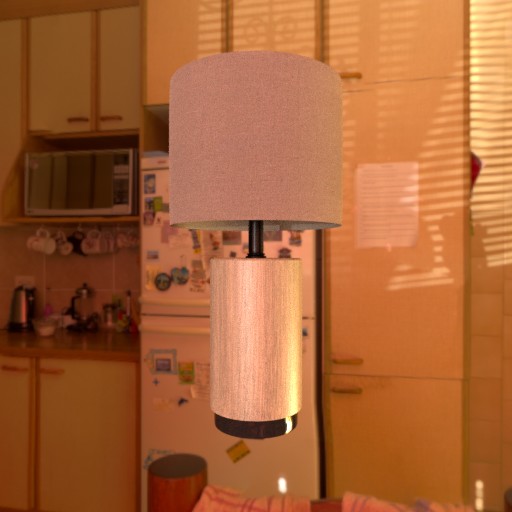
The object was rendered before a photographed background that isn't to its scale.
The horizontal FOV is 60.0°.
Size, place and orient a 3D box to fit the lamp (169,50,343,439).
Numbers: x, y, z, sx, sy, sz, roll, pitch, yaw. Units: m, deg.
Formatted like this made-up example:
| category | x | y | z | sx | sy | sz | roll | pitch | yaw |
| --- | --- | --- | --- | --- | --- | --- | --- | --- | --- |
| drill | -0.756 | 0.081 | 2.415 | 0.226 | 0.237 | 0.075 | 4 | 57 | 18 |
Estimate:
| category | x | y | z | sx | sy | sz | roll | pitch | yaw |
| --- | --- | --- | --- | --- | --- | --- | --- | --- | --- |
| lamp | 0.000 | 0.000 | 0.592 | 0.228 | 0.444 | 0.228 | 0 | 0 | -19 |
